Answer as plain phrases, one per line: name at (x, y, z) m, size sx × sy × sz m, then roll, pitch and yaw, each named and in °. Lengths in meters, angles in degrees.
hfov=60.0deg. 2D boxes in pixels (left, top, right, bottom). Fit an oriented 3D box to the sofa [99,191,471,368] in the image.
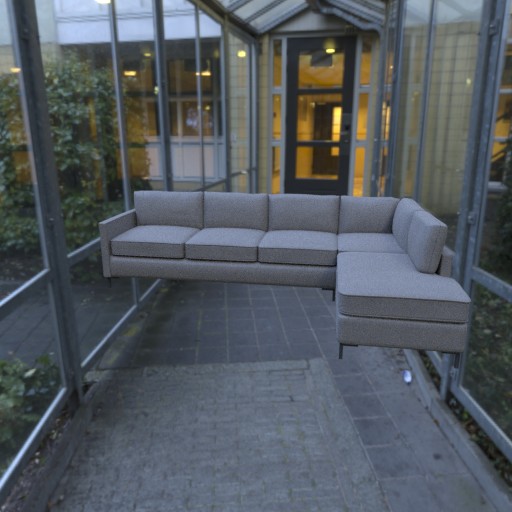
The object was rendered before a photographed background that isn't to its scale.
sofa at (0.000, 0.000, 4.244) m, size 3.331 × 0.964 × 2.077 m, roll 3°, pitch 16°, yaw 9°
